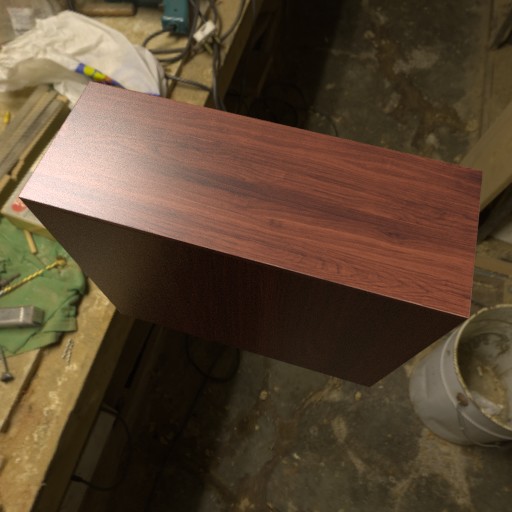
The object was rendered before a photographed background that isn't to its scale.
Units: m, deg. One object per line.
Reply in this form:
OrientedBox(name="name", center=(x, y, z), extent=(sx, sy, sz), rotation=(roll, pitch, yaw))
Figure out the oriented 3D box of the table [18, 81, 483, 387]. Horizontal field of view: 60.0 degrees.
OrientedBox(name="table", center=(0.000, 0.000, 1.305), extent=(0.930, 0.790, 0.380), rotation=(15, 65, 7))
